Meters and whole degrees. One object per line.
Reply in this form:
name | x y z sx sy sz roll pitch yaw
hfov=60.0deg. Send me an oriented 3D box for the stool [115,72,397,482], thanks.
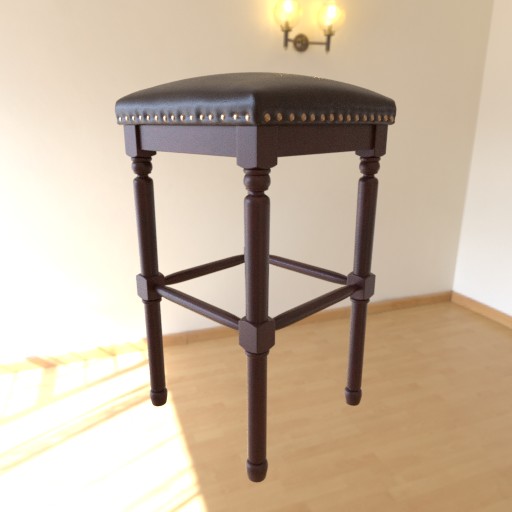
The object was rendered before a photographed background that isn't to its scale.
stool | 0.000 0.000 0.920 0.382 0.702 0.383 16 23 42
